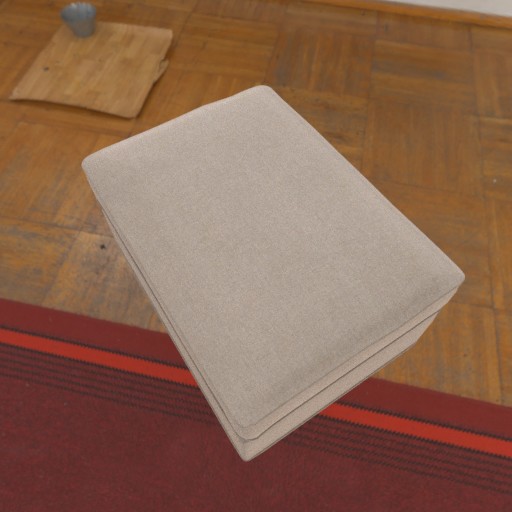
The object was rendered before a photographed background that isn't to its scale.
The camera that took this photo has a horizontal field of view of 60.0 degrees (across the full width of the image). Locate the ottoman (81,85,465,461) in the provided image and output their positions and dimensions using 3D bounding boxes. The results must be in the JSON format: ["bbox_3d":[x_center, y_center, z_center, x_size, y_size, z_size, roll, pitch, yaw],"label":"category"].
[{"bbox_3d":[0.000,0.000,1.266,0.617,0.503,0.846,-29,62,-17],"label":"ottoman"}]
